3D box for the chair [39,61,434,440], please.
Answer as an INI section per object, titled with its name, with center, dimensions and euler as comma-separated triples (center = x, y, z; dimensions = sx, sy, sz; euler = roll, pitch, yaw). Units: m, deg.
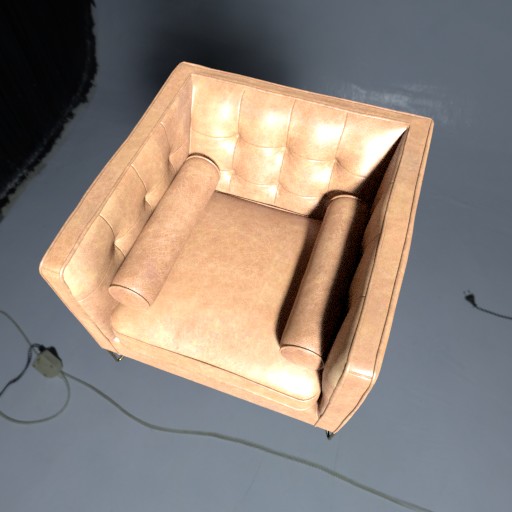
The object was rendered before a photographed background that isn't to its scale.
[chair]
center = 0.000, 0.000, 1.595
dimensions = 0.920, 0.797, 0.912
euler = 17, 59, 10
